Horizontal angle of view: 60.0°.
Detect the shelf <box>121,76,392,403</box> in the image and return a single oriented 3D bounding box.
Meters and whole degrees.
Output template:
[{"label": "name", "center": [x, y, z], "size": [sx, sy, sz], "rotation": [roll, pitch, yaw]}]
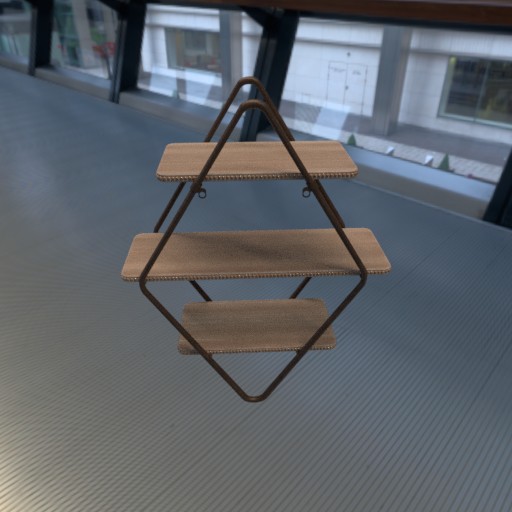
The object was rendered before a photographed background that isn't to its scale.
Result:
[{"label": "shelf", "center": [0.000, 0.000, 1.064], "size": [0.609, 0.774, 0.234], "rotation": [-2, 32, -3]}]
